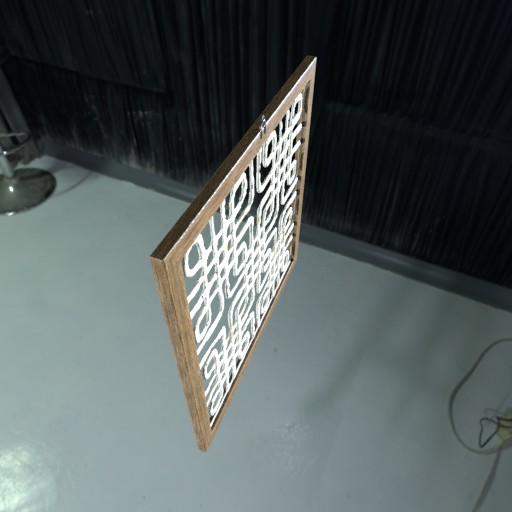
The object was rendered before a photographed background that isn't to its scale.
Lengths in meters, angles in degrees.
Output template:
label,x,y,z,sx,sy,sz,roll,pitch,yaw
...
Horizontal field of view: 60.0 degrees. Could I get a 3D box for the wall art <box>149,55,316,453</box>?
label,x,y,z,sx,sy,sz,roll,pitch,yaw
wall art,0.000,0.000,0.847,0.021,0.582,0.561,16,49,15
